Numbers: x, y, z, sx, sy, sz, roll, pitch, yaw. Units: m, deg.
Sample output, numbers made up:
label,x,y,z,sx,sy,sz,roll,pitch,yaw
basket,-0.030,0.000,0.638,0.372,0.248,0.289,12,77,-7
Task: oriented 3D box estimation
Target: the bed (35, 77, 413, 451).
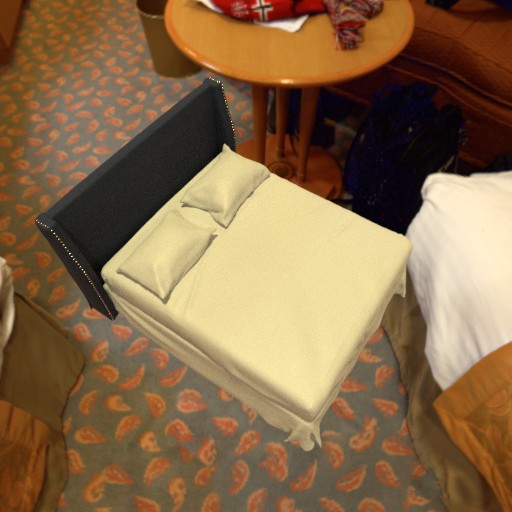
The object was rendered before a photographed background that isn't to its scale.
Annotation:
label,x,y,z,sx,sy,sz,roll,pitch,yaw
bed,0.000,0.000,3.527,2.276,1.332,1.925,29,61,18
